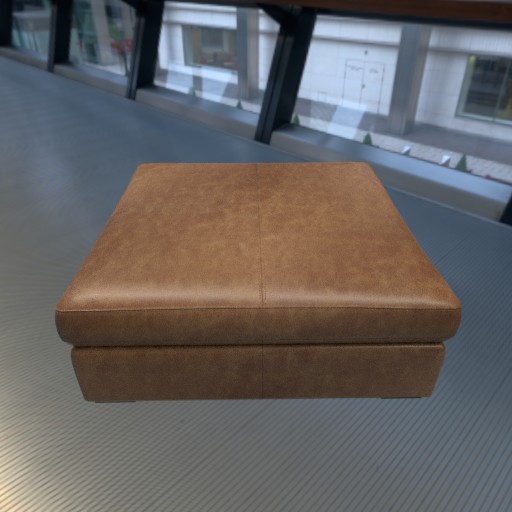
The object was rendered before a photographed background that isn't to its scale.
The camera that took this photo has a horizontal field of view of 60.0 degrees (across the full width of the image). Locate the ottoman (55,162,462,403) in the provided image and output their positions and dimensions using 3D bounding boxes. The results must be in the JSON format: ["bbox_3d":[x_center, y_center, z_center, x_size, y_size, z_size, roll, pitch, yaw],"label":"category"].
[{"bbox_3d":[0.000,0.000,1.822,1.169,0.483,1.168,-1,32,-1],"label":"ottoman"}]
